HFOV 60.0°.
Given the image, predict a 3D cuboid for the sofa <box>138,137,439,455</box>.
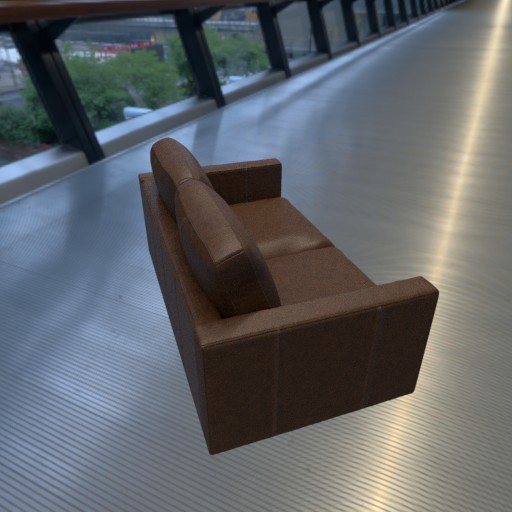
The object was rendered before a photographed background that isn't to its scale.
[{"bbox_3d":[0.000,0.000,2.193,0.909,0.951,1.578,-10,32,-17],"label":"sofa"}]
